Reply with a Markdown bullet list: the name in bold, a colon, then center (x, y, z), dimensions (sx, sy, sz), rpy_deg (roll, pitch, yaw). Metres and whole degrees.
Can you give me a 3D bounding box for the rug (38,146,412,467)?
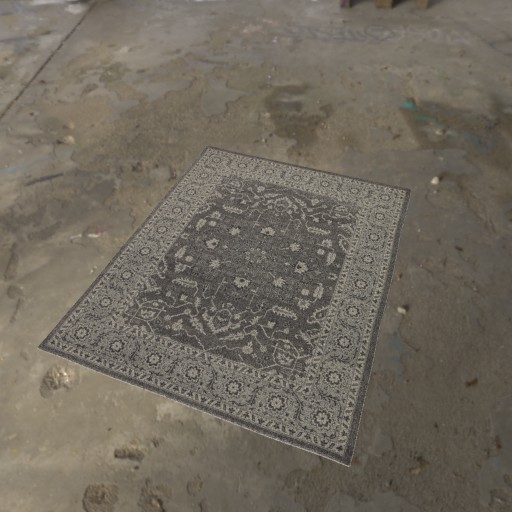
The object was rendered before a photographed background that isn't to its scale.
- **rug**: center (0.000, 0.000, 4.100), dimensions (2.451, 0.026, 3.069), rpy_deg (15, 48, 14)
